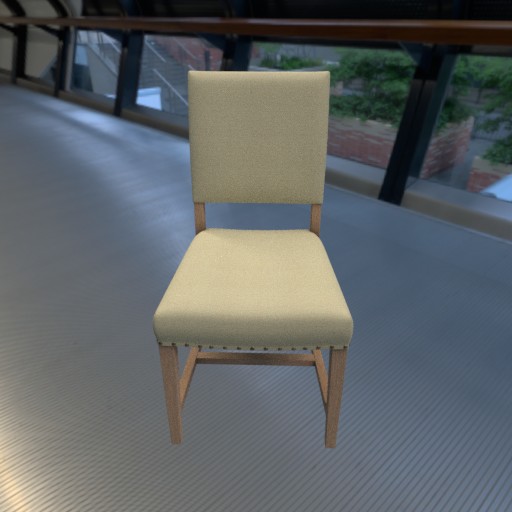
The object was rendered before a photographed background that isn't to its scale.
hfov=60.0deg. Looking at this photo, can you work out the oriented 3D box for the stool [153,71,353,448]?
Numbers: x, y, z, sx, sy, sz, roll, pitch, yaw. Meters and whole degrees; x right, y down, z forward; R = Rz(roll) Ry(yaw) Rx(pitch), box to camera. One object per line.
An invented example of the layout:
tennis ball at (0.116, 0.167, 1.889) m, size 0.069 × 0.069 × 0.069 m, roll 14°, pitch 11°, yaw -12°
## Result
stool at (0.000, 0.000, 1.357) m, size 0.508 × 0.986 × 0.623 m, roll 1°, pitch 30°, yaw 1°
